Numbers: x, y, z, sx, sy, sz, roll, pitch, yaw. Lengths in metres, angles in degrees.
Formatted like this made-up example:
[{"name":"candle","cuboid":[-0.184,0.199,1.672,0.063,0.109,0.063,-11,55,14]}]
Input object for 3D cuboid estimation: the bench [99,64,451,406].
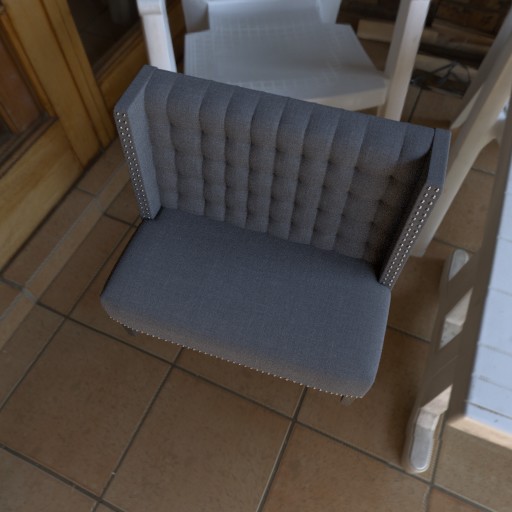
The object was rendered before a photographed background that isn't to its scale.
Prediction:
[{"name":"bench","cuboid":[0.000,0.000,2.006,1.276,1.121,0.842,16,60,9]}]
